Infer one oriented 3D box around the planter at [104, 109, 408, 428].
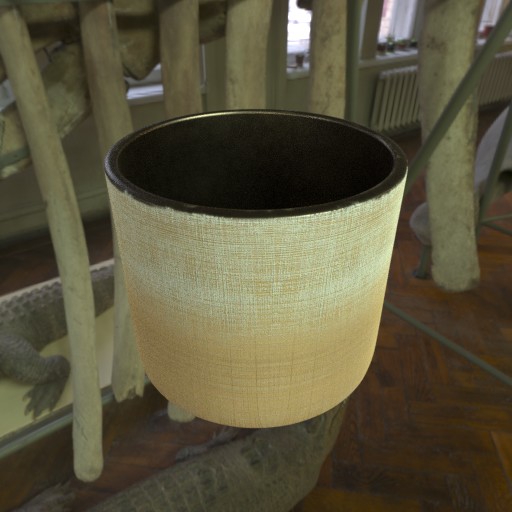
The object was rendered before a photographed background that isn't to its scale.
[{"bbox_3d":[0.000,0.000,0.436,0.254,0.221,0.254,0,33,0],"label":"planter"}]
